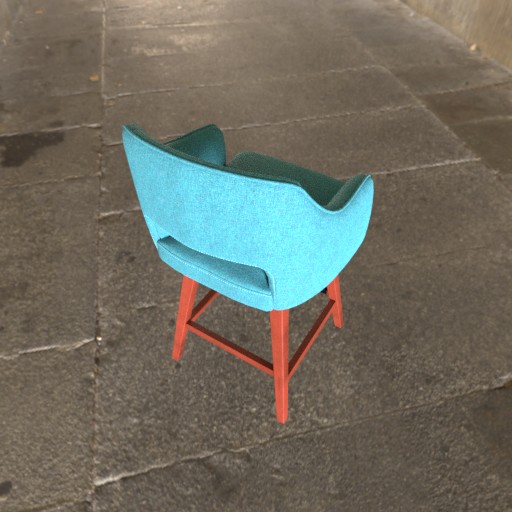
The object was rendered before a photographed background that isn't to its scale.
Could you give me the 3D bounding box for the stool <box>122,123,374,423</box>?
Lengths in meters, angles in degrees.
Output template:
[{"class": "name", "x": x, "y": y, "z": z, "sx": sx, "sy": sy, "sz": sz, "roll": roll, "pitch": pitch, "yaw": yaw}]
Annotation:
[{"class": "stool", "x": 0.000, "y": 0.000, "z": 1.328, "sx": 0.548, "sy": 0.961, "sz": 0.556, "roll": 24, "pitch": 50, "yaw": 22}]
